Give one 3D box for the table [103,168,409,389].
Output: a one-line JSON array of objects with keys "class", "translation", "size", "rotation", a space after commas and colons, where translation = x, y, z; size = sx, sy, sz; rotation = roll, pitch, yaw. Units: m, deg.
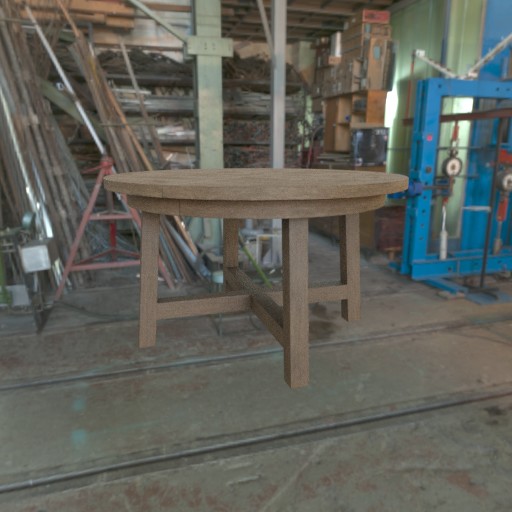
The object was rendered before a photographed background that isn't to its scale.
[{"class": "table", "translation": [0.000, 0.000, 2.108], "size": [1.319, 0.762, 1.319], "rotation": [0, 14, 0]}]
